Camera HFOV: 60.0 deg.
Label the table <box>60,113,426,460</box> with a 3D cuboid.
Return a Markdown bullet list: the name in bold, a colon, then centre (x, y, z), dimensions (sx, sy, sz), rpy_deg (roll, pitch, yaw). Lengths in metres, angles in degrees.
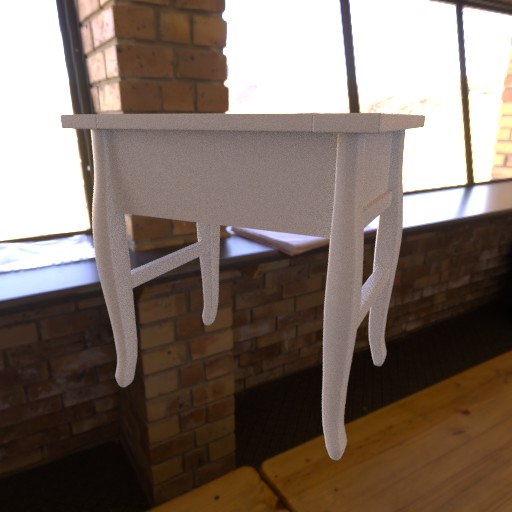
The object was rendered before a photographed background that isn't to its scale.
- **table**: centre (0.000, 0.000, 0.991), dimensions (0.599, 0.605, 0.463), rpy_deg (9, 19, 25)
